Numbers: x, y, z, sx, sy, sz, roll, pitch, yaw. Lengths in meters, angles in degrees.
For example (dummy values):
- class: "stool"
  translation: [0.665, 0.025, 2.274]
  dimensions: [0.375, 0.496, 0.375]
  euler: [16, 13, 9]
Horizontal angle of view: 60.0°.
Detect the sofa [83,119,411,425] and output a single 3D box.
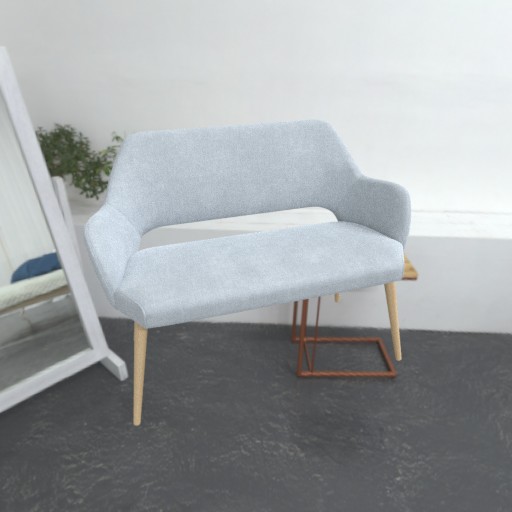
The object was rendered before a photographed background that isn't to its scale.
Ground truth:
- class: "sofa"
  translation: [0.000, 0.000, 1.656]
  dimensions: [1.150, 0.840, 0.610]
  euler: [-9, 30, -16]
